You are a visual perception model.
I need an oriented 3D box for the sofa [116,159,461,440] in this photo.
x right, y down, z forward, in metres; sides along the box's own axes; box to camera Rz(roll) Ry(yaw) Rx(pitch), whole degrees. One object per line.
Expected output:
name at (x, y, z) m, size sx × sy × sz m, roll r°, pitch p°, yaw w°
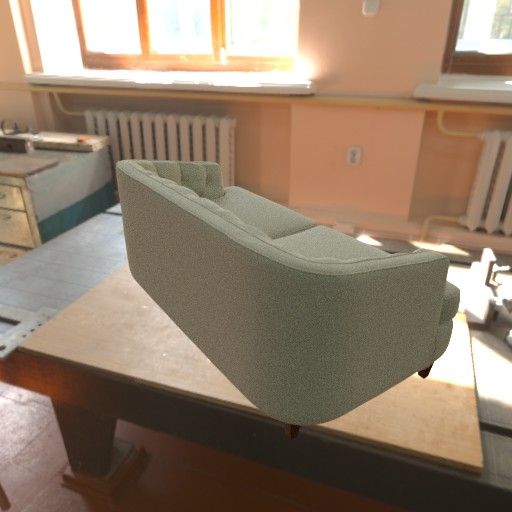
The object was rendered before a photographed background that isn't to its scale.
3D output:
sofa at (0.000, 0.000, 2.247) m, size 0.941 × 0.855 × 1.733 m, roll -17°, pitch 31°, yaw -31°
